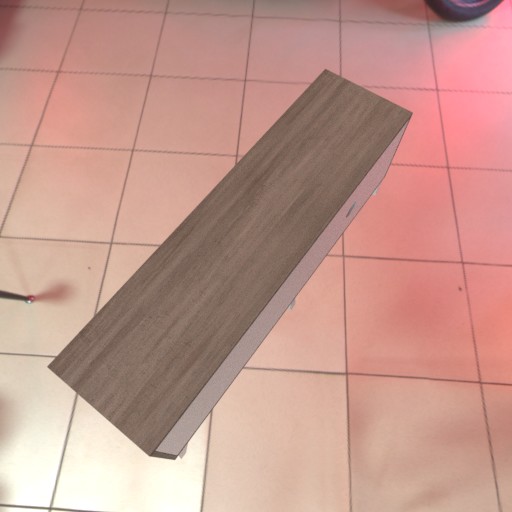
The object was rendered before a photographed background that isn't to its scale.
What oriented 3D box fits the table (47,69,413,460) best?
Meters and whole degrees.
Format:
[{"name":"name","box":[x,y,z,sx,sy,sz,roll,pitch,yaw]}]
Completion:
[{"name":"table","box":[0.000,0.000,1.734,0.400,0.530,1.500,33,69,15]}]
